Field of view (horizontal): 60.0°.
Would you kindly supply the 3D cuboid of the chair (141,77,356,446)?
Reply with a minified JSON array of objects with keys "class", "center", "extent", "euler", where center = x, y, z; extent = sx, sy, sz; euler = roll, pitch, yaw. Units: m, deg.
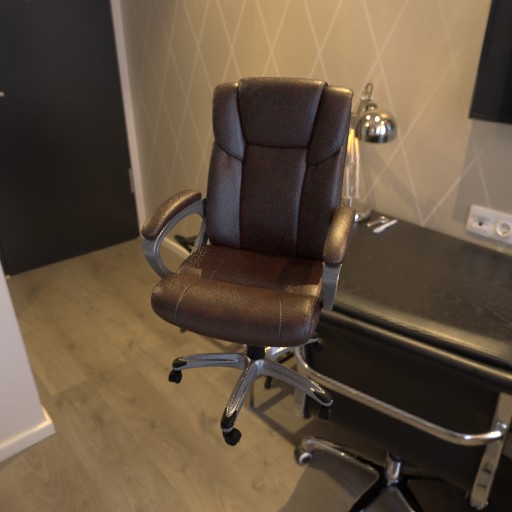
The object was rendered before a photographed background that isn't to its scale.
[{"class":"chair","center":[0.000,0.000,1.565],"extent":[0.656,1.128,0.692],"euler":[8,28,16]}]
